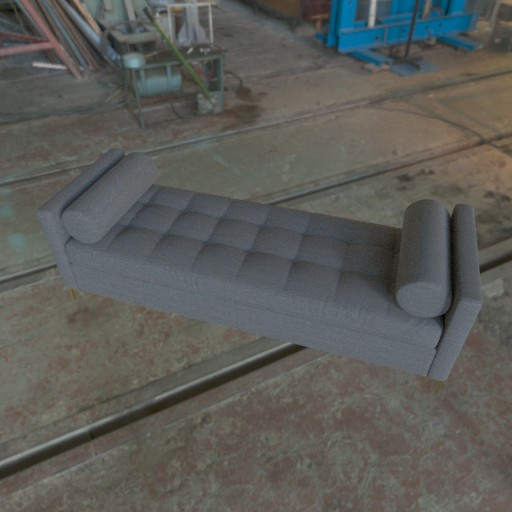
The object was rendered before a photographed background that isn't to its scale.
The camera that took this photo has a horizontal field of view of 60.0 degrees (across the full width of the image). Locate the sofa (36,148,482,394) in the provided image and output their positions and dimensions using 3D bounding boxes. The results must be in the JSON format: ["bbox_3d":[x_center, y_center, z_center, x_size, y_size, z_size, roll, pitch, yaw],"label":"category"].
[{"bbox_3d":[0.000,0.000,2.302,1.981,0.635,0.686,12,42,13],"label":"sofa"}]
